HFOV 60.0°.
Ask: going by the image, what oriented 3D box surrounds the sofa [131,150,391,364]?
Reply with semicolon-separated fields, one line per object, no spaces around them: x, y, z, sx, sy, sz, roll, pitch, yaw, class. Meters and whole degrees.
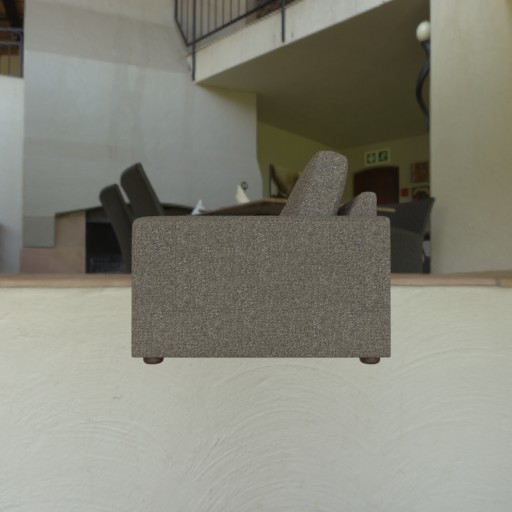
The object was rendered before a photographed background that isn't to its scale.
0.000;0.000;2.745;1.016;0.873;2.179;0;-1;0;sofa
